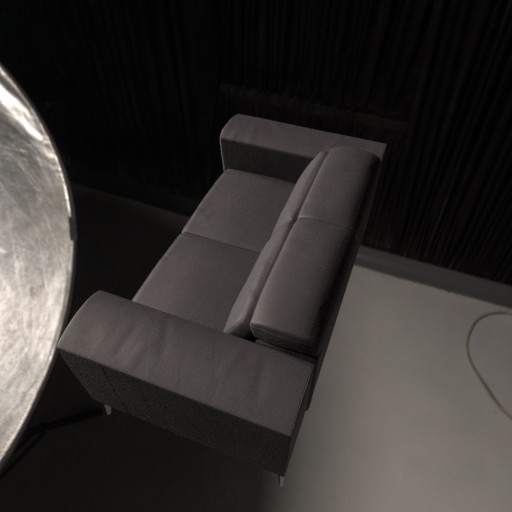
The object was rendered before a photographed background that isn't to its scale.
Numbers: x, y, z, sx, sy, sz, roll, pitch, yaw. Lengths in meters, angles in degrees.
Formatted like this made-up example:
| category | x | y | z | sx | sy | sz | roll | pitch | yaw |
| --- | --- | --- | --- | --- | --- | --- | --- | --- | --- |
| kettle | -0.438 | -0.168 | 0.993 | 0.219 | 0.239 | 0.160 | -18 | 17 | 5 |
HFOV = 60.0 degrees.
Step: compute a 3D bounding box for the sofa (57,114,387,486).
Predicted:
| category | x | y | z | sx | sy | sz | roll | pitch | yaw |
| --- | --- | --- | --- | --- | --- | --- | --- | --- | --- |
| sofa | 0.000 | 0.000 | 2.378 | 1.003 | 0.779 | 1.895 | 16 | 50 | 14 |
